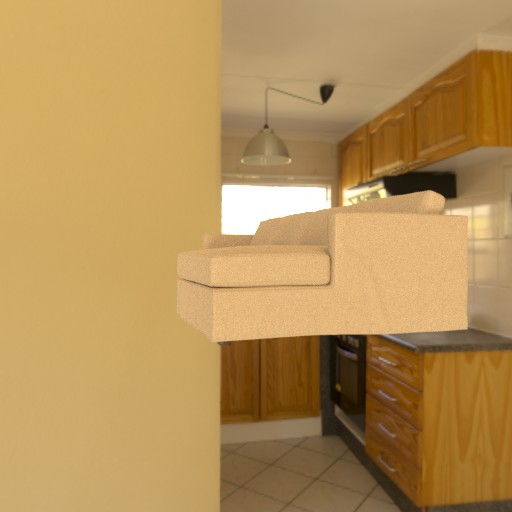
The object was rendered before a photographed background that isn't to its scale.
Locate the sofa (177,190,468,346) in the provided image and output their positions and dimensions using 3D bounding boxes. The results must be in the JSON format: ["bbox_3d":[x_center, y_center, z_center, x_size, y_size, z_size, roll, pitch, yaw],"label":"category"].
[{"bbox_3d":[0.000,0.000,3.895,1.622,0.867,3.177,0,1,-20],"label":"sofa"}]
